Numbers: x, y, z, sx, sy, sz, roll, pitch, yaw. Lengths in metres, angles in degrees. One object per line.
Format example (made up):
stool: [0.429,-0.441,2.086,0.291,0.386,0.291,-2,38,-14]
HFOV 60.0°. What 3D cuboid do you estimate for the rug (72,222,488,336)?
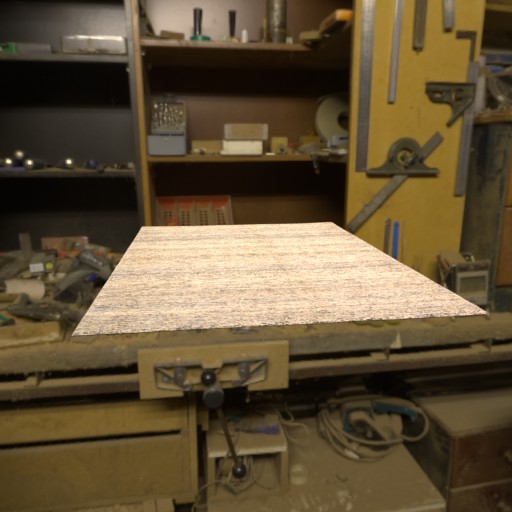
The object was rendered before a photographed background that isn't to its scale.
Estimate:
rug: [0.000,0.000,4.066,2.414,0.036,3.199,-2,14,-7]
